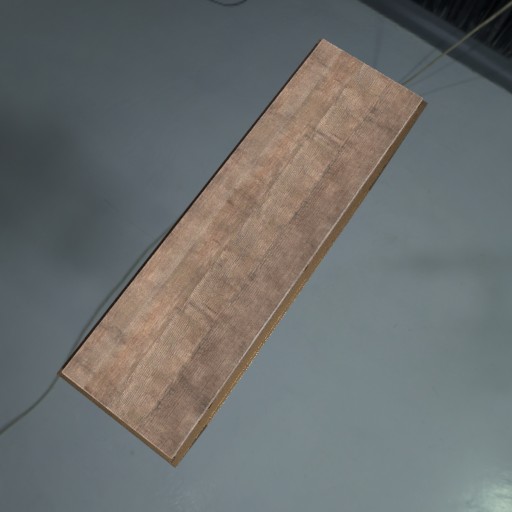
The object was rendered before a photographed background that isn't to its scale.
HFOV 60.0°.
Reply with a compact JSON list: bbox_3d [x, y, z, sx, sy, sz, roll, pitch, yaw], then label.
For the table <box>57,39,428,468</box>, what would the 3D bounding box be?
[{"bbox_3d":[0.000,0.000,1.762,0.440,0.820,1.400,35,79,8],"label":"table"}]
